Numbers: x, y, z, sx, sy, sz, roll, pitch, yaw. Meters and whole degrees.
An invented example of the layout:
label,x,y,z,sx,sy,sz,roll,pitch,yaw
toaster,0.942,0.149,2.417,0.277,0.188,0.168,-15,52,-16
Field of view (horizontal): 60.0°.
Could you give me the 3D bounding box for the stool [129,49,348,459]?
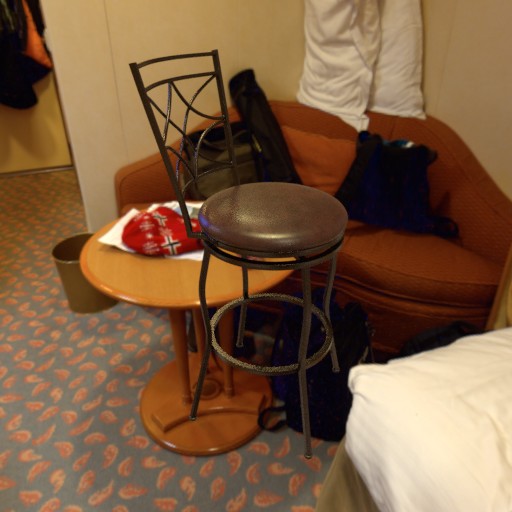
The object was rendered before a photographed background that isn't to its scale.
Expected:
label,x,y,z,sx,sy,sz,roll,pitch,yaw
stool,0.000,0.000,1.362,0.534,1.117,0.434,11,31,18
